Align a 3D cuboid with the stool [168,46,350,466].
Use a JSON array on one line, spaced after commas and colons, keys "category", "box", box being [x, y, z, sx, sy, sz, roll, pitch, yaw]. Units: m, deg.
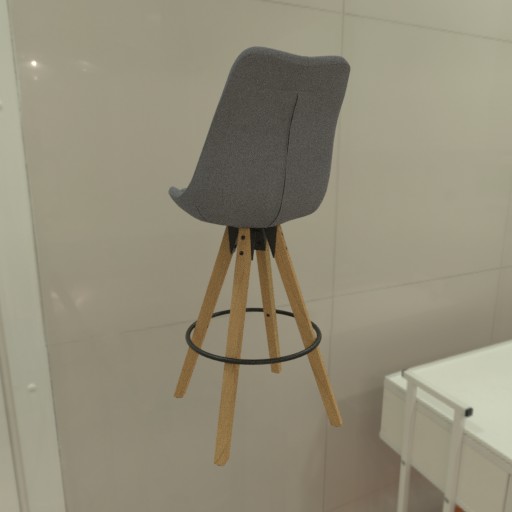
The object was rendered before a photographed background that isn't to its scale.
[{"category": "stool", "box": [0.000, 0.000, 1.411, 0.485, 1.115, 0.550, -7, 15, -26]}]
